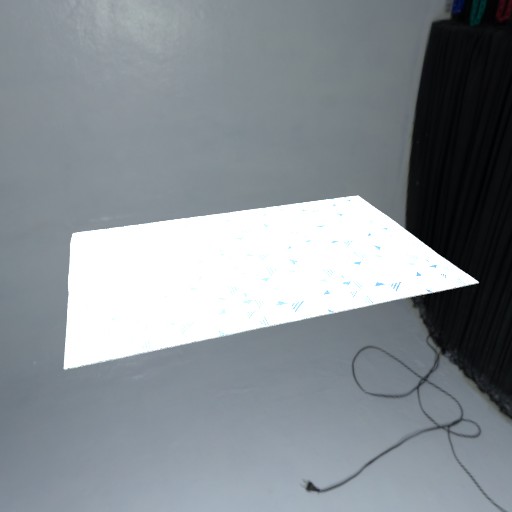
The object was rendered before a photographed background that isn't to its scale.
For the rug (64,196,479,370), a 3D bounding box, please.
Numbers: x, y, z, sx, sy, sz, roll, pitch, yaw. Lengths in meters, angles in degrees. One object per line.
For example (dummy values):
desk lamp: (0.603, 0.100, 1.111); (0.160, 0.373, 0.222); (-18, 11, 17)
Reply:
rug: (0.000, 0.000, 3.072); (2.457, 0.009, 1.512); (-9, 31, -16)
